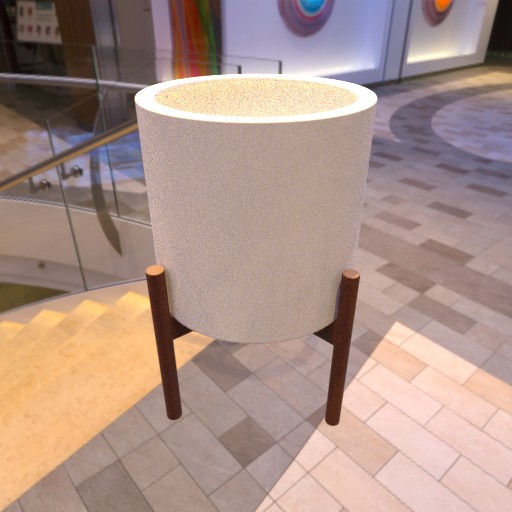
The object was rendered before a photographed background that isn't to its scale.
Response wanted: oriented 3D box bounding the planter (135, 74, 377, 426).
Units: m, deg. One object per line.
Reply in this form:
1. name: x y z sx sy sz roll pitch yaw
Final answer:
1. planter: 0.000 0.000 0.952 0.417 0.670 0.417 1 31 2
